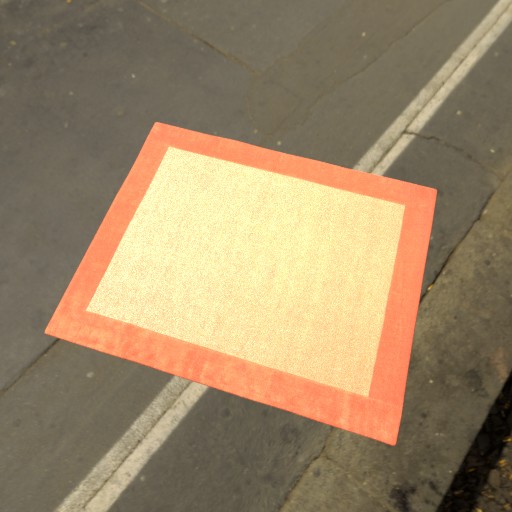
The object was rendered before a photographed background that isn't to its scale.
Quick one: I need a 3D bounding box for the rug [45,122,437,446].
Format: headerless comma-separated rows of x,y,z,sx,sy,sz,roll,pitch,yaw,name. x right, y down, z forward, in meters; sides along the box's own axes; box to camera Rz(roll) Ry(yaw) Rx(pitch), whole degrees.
0.000,0.000,4.023,2.976,0.018,2.430,15,65,7,rug
